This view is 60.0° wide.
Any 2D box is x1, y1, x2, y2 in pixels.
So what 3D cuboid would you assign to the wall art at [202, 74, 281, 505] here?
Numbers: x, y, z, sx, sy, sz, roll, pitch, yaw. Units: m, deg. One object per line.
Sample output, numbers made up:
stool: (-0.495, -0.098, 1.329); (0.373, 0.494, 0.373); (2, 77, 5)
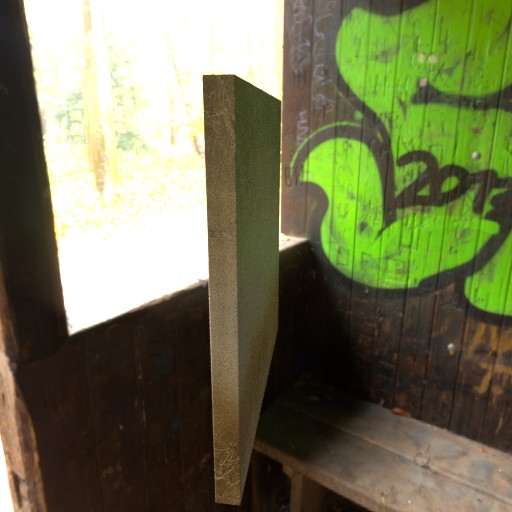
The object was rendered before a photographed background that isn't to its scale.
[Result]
wall art: (0.000, 0.000, 0.879); (0.038, 0.610, 0.610); (2, 17, 8)
